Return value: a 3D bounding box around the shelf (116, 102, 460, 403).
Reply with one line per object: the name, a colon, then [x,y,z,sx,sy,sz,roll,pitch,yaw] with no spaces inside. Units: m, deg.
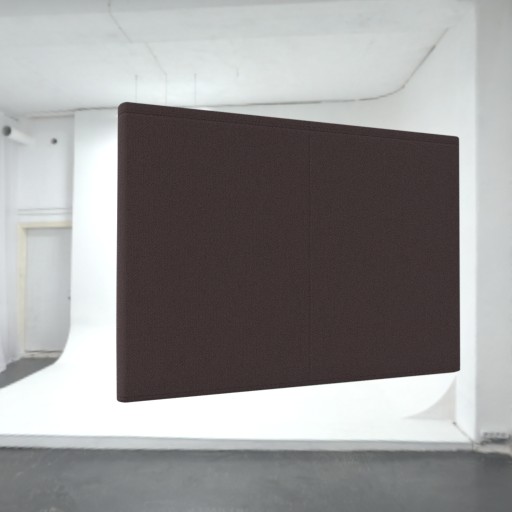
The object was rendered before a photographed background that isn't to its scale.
shelf: [0.000,0.000,0.487,0.292,0.210,0.292,0,-1,-18]
